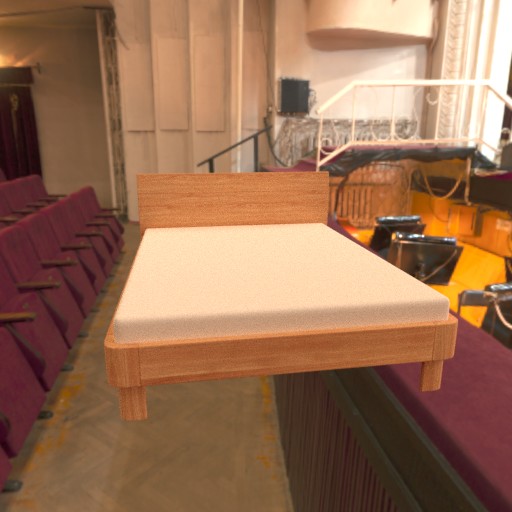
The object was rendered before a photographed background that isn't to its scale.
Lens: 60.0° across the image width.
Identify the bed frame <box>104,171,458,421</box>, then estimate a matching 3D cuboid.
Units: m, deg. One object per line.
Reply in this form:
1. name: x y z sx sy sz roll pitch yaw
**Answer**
1. bed frame: 0.000 0.000 2.946 1.660 0.940 2.092 -2 15 -9
